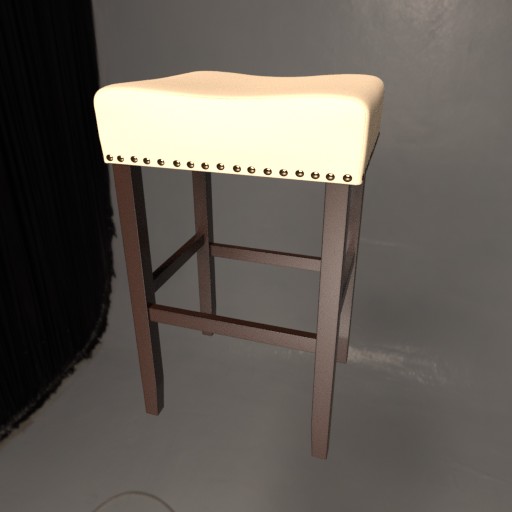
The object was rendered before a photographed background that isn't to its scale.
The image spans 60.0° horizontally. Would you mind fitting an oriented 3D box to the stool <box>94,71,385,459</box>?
[{"bbox_3d":[0.000,0.000,1.021,0.471,0.762,0.401,8,27,16],"label":"stool"}]
